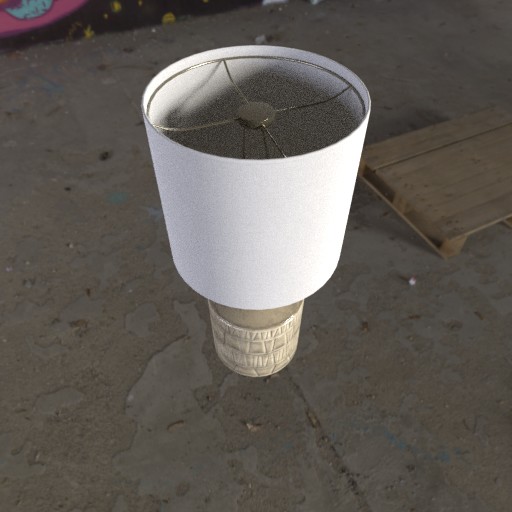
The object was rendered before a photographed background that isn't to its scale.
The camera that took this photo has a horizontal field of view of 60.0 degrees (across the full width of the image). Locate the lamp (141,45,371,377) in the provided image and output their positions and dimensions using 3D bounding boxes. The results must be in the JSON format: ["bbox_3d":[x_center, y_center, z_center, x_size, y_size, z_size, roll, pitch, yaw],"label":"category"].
[{"bbox_3d":[0.000,0.000,0.582,0.211,0.455,0.211,-5,48,-4],"label":"lamp"}]
